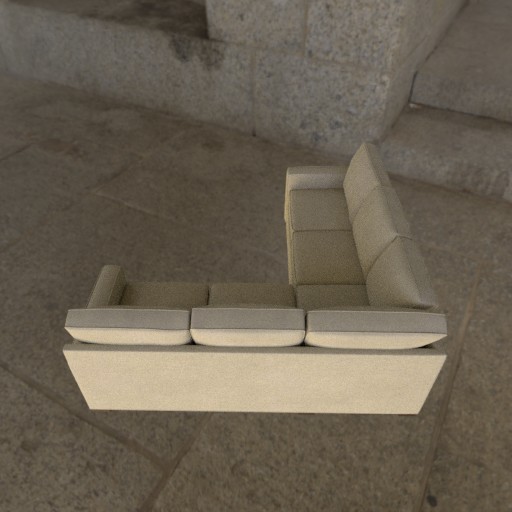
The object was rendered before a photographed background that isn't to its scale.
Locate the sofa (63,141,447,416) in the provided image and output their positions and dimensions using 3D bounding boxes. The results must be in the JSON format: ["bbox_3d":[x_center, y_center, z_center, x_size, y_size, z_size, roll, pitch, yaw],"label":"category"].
[{"bbox_3d":[0.000,0.000,3.452,2.211,0.936,2.188,0,42,0],"label":"sofa"}]
